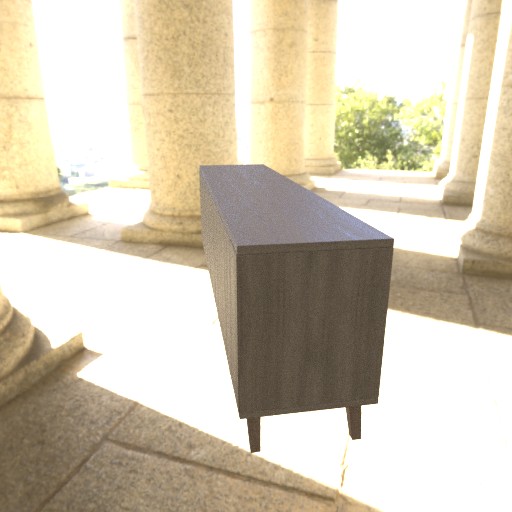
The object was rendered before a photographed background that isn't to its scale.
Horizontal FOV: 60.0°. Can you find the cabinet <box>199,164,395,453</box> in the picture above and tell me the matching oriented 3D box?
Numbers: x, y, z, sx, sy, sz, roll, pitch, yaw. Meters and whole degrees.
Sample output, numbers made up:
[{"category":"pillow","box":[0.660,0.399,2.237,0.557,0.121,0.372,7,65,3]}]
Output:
[{"category":"cabinet","box":[0.000,0.000,2.491,0.499,0.779,2.198,-3,18,-9]}]
